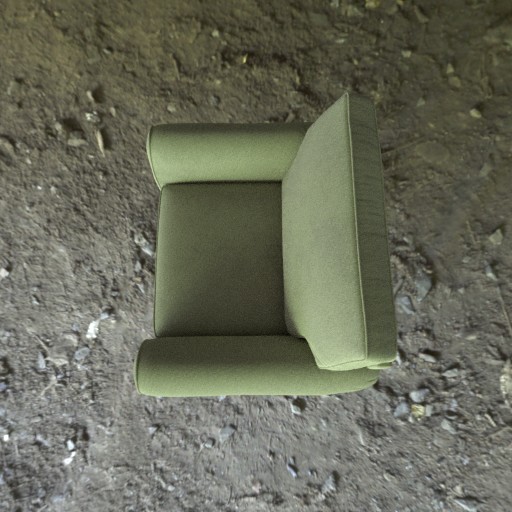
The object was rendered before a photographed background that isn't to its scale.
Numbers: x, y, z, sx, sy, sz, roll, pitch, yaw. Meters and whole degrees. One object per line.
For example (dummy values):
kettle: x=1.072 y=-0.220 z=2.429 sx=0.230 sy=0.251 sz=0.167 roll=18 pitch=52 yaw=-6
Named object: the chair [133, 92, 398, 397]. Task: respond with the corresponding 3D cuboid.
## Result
chair: x=0.000 y=0.000 z=1.917 sx=0.939 sy=1.044 sz=1.147 roll=-1 pitch=75 yaw=0
